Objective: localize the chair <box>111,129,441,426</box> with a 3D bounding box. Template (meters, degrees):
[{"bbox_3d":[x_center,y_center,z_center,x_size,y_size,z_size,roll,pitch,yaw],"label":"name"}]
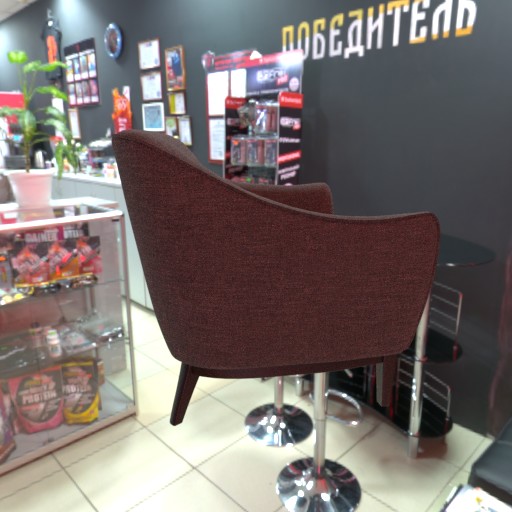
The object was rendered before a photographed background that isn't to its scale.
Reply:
[{"bbox_3d":[0.000,0.000,1.525,0.851,0.829,0.870,-3,15,-12],"label":"chair"}]
